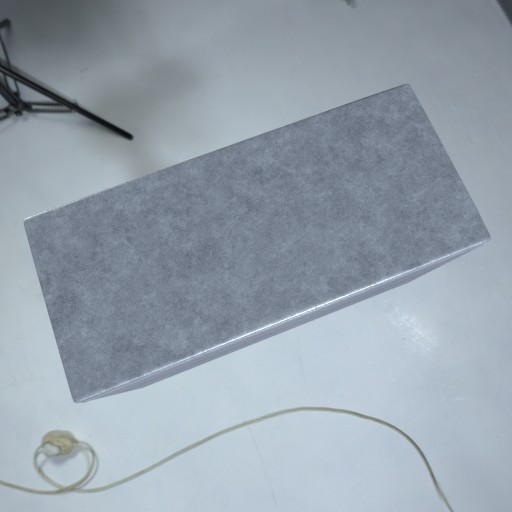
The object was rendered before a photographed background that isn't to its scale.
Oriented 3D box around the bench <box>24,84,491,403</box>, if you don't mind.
[{"bbox_3d":[0.000,0.000,1.165,0.905,0.501,0.401,-21,78,-5],"label":"bench"}]
